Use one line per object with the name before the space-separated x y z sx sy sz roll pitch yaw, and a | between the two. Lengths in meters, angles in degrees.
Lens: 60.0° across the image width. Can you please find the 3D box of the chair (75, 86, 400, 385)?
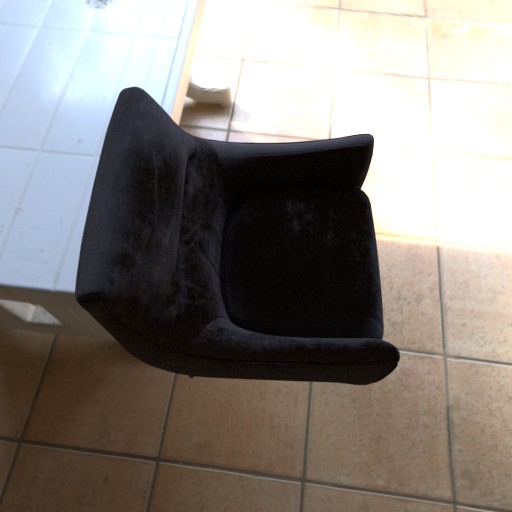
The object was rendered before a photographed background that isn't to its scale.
chair | 0.000 0.000 1.414 0.787 0.838 0.762 1 64 1
